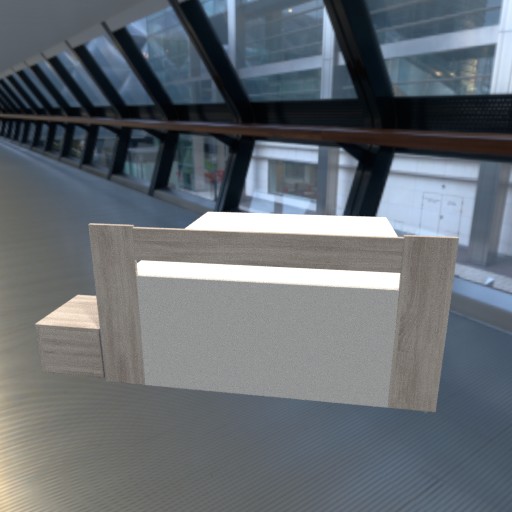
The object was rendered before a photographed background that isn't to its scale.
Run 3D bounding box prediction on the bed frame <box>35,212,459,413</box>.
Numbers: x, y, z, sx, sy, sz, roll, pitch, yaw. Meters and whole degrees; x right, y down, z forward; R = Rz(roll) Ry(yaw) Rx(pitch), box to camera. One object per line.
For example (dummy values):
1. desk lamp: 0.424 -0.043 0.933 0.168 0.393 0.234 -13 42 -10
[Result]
1. bed frame: 0.000 0.000 3.092 2.040 0.860 2.050 3 17 9
